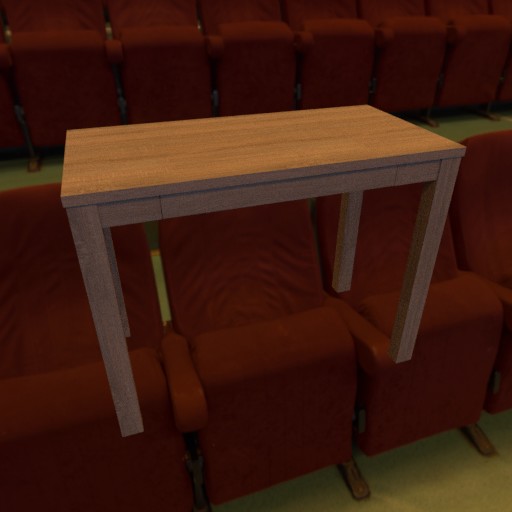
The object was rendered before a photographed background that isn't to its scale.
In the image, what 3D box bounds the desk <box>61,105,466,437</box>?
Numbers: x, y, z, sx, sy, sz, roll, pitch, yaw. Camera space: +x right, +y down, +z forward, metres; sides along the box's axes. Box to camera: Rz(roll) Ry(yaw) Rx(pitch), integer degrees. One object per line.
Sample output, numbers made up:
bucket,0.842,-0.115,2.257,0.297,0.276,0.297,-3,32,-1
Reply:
desk,0.000,0.000,1.419,0.991,0.762,0.495,-10,33,-16
